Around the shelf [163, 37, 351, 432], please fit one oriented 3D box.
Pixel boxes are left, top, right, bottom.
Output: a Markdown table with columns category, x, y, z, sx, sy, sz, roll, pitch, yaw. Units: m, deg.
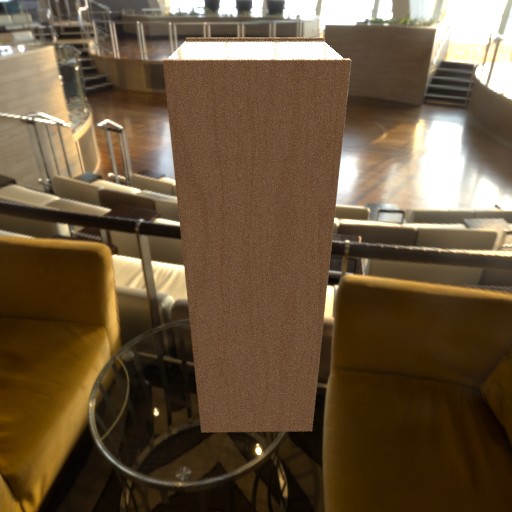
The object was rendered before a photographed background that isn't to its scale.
| category | x | y | z | sx | sy | sz | roll | pitch | yaw |
| --- | --- | --- | --- | --- | --- | --- | --- | --- | --- |
| shelf | 0.000 | 0.000 | 1.048 | 0.290 | 0.900 | 0.300 | 0 | 32 | -1 |
